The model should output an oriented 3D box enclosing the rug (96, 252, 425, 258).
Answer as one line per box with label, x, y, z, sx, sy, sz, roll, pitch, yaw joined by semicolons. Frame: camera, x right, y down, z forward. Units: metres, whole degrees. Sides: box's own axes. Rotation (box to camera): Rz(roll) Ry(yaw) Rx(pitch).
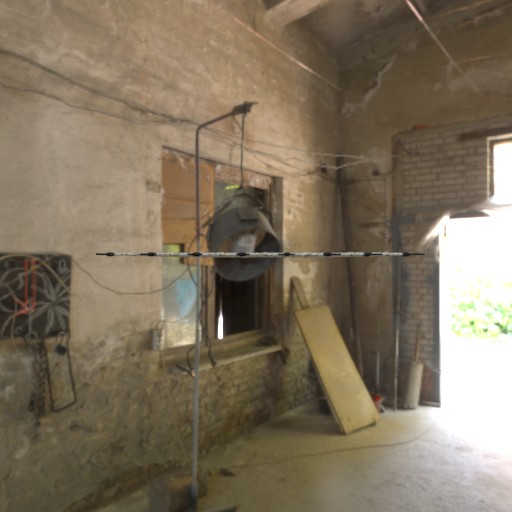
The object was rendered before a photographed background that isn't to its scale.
rug;0.000;0.000;3.366;1.524;0.021;2.755;0;0;0
